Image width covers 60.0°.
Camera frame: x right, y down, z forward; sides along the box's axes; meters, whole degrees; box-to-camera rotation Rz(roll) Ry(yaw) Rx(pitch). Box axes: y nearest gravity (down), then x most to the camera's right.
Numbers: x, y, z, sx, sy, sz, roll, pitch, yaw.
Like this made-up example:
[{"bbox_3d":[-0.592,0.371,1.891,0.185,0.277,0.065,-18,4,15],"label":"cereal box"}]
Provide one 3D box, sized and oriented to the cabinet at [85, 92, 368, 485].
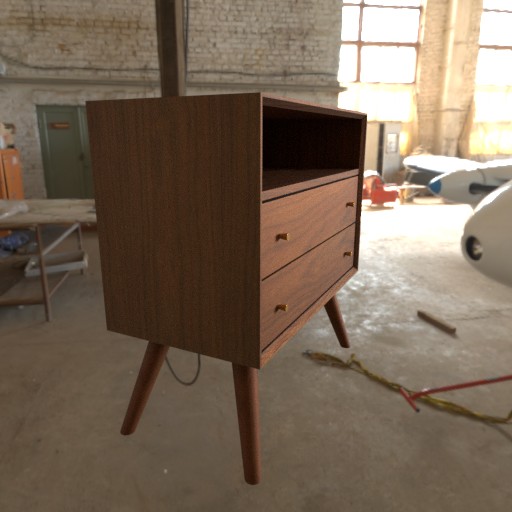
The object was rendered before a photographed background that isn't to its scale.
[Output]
[{"bbox_3d":[0.000,0.000,1.182,0.388,0.748,0.712,8,17,26],"label":"cabinet"}]
